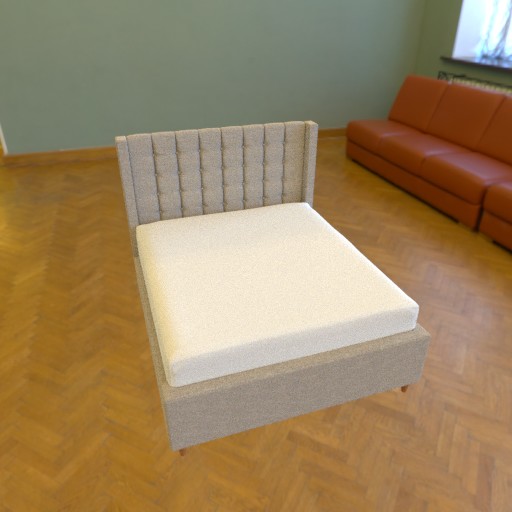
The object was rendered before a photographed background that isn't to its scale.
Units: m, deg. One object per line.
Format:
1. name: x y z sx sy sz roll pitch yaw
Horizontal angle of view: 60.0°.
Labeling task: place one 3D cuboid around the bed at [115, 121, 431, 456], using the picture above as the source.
1. bed: 0.000 0.000 3.955 2.044 1.748 2.372 -10 31 -16
